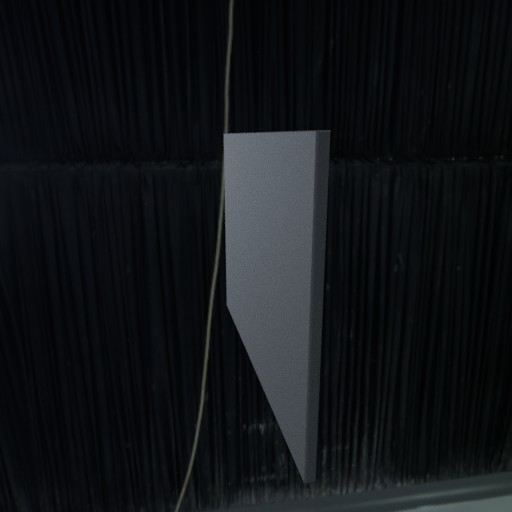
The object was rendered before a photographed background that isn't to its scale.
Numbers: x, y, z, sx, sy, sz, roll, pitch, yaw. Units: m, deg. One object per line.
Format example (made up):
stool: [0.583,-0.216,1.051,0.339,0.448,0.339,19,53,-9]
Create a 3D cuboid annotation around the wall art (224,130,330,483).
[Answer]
wall art: [0.000,0.000,1.231,0.049,0.659,0.964,-3,15,-11]
